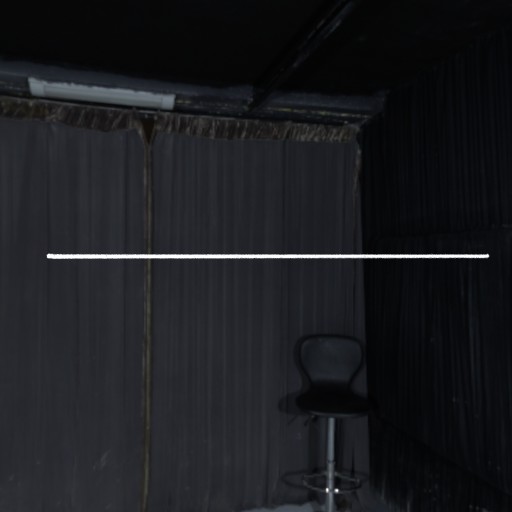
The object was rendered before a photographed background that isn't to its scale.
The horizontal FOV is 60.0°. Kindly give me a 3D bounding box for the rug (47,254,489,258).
[{"bbox_3d":[0.000,0.000,2.293,1.832,0.016,1.224,0,0,-19],"label":"rug"}]
